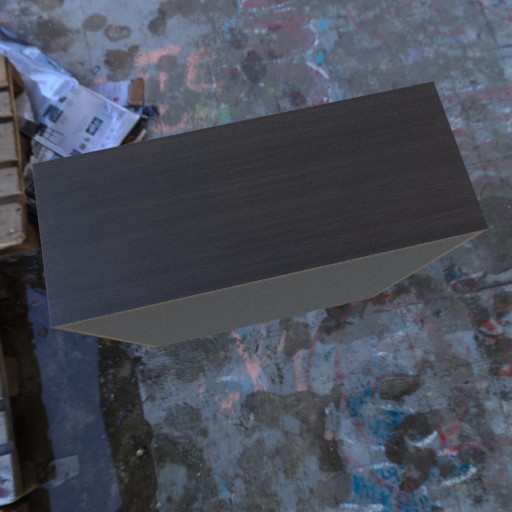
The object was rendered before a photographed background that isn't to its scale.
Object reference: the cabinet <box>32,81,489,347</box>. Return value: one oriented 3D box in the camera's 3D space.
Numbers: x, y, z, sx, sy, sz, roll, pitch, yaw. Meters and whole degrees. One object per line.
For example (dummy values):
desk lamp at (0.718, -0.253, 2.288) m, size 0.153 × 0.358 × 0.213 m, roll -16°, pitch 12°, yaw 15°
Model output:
cabinet at (0.000, 0.000, 1.610) m, size 1.010 × 1.170 × 0.400 m, roll -13°, pitch 76°, yaw -3°
